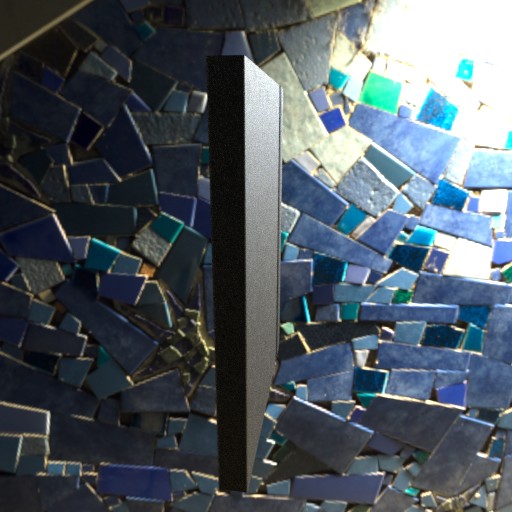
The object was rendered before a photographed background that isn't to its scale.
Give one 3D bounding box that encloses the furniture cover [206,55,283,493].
[{"bbox_3d":[0.000,0.000,0.372,0.023,0.281,0.216,2,17,8],"label":"furniture cover"}]
